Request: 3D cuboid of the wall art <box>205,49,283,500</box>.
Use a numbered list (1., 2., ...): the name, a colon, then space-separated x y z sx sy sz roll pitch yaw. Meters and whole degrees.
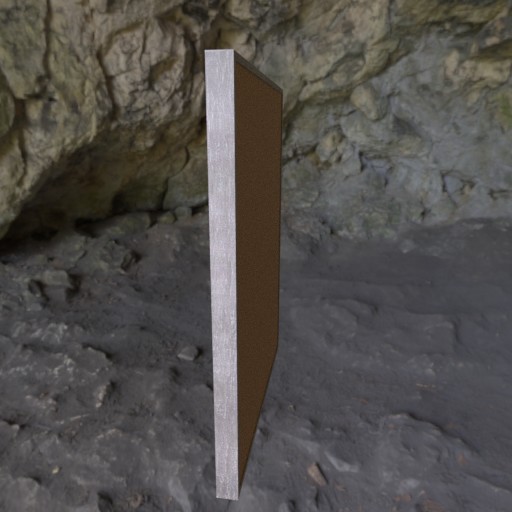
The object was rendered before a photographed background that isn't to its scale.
1. wall art: 0.000 0.000 0.690 0.032 0.521 0.421 3 16 9
